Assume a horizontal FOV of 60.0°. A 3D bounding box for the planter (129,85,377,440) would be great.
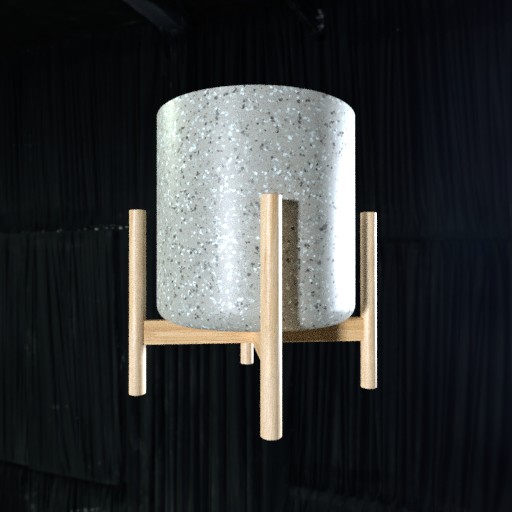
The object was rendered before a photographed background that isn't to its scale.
[{"bbox_3d":[0.000,0.000,0.694,0.360,0.419,0.360,0,0,17],"label":"planter"}]
